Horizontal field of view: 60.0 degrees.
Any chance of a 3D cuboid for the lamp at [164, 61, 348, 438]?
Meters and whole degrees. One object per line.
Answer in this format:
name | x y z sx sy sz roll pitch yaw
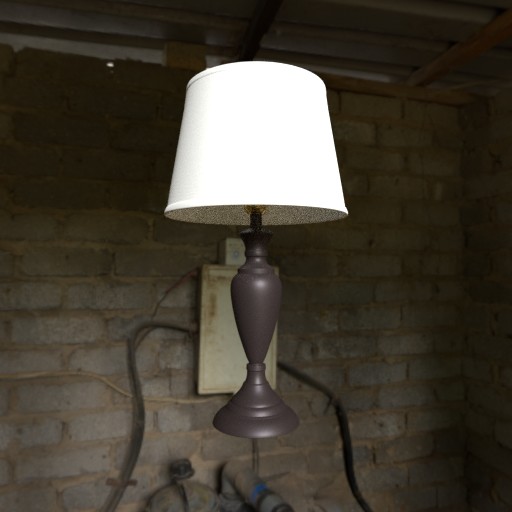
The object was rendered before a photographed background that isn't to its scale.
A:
lamp | 0.000 0.000 0.823 0.335 0.611 0.335 0 -1 0
